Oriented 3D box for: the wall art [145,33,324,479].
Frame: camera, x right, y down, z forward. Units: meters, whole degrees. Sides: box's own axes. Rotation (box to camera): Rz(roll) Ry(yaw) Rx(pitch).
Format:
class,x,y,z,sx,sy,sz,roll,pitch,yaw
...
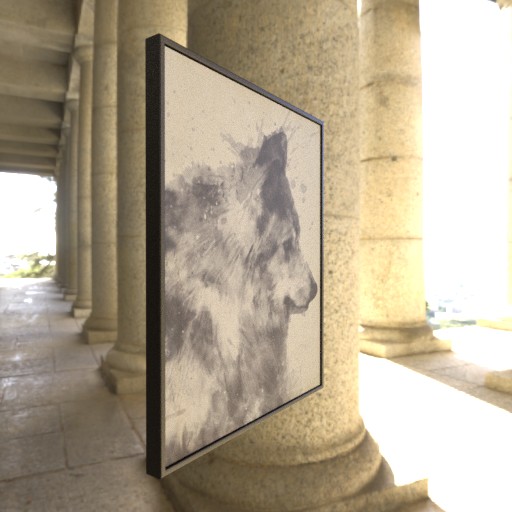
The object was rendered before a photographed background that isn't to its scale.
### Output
class,x,y,z,sx,sy,sz,roll,pitch,yaw
wall art,0.000,0.000,0.739,0.028,0.551,0.451,0,1,35
